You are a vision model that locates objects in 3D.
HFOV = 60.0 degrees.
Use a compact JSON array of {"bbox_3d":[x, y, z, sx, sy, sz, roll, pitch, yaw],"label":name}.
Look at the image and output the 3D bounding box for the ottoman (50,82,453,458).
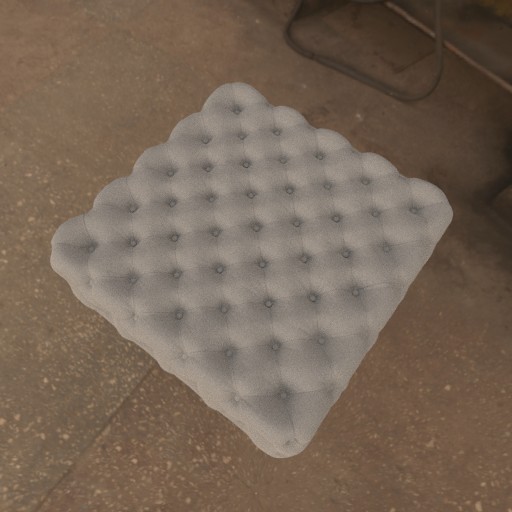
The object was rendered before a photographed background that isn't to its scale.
[{"bbox_3d":[0.000,0.000,1.449,0.917,0.439,0.911,34,67,17],"label":"ottoman"}]
